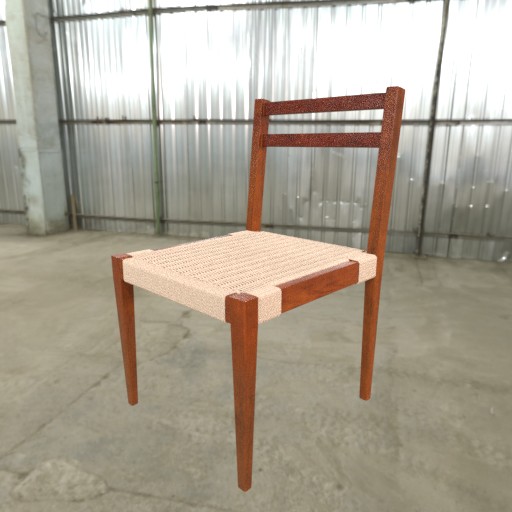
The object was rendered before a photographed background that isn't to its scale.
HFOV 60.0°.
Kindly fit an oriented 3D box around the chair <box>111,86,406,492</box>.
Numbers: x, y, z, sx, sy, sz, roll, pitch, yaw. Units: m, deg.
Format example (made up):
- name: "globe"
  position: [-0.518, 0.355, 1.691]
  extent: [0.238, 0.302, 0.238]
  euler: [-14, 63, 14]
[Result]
- name: "chair"
  position: [0.000, 0.000, 1.178]
  extent: [0.495, 0.851, 0.569]
  euler: [14, 20, 43]
